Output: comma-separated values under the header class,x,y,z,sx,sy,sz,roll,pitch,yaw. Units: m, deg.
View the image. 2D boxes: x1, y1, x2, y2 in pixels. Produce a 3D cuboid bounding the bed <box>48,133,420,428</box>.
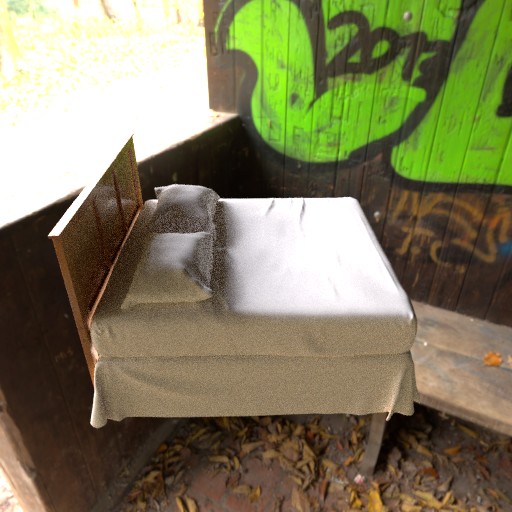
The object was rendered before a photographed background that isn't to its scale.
class,x,y,z,sx,sy,sz,roll,pitch,yaw
bed,0.000,0.000,3.135,2.035,1.273,1.870,-1,32,-1
